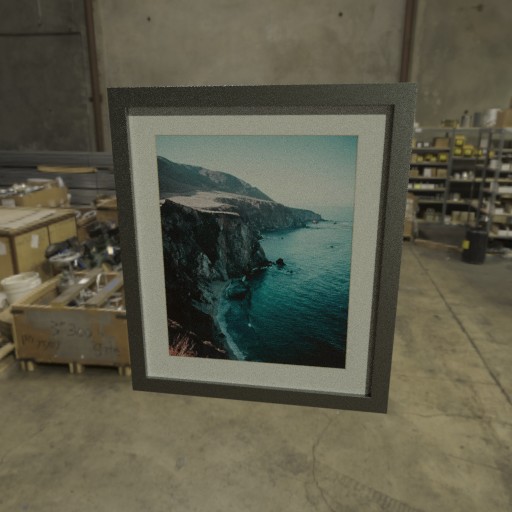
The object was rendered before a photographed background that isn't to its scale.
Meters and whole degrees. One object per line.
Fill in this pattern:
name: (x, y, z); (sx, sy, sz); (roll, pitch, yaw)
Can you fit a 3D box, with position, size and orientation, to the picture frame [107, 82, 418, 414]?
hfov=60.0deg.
picture frame: (0.000, 0.000, 1.349); (0.839, 0.968, 0.073); (2, 16, 9)
